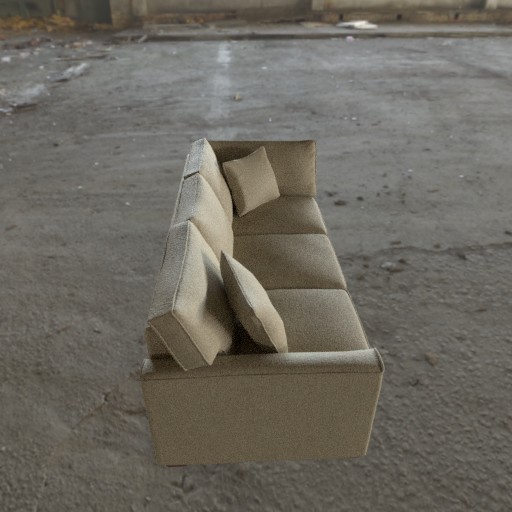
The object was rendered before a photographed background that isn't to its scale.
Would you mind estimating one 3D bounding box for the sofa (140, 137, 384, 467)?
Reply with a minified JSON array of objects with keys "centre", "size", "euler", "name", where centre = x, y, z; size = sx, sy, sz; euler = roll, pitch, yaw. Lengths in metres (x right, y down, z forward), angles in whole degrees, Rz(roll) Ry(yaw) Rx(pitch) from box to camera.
[{"centre":[0.000,0.000,2.845],"size":[1.061,0.962,2.317],"euler":[-1,32,-2],"name":"sofa"}]
